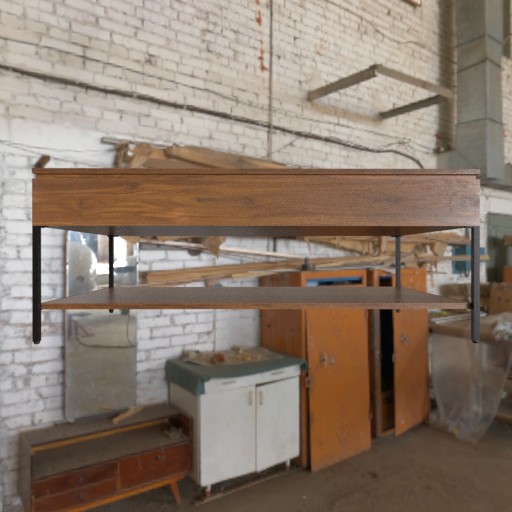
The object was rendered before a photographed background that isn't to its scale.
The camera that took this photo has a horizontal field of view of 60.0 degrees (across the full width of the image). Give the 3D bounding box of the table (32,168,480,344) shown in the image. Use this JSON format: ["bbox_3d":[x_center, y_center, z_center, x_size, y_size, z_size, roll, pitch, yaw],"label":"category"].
[{"bbox_3d":[0.000,0.000,1.331,1.057,0.414,0.574,0,0,-1],"label":"table"}]
